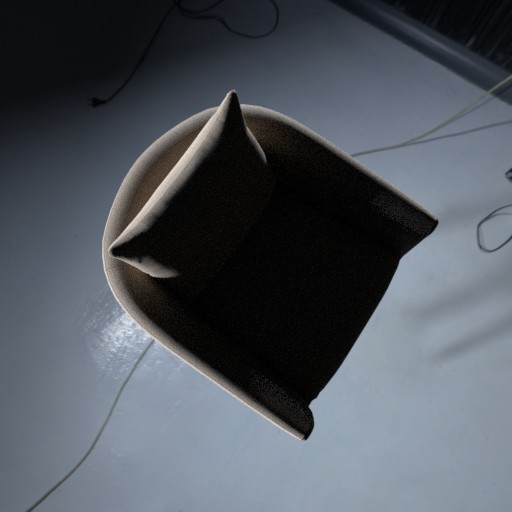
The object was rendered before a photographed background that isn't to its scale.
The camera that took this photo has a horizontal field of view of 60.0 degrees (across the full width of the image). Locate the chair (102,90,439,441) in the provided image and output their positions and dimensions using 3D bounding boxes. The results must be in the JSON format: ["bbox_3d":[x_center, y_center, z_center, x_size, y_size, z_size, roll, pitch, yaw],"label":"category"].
[{"bbox_3d":[0.000,0.000,1.568,0.910,0.848,0.845,33,78,8],"label":"chair"}]
